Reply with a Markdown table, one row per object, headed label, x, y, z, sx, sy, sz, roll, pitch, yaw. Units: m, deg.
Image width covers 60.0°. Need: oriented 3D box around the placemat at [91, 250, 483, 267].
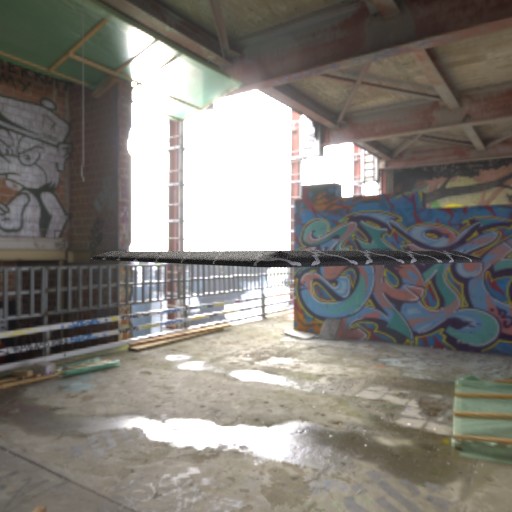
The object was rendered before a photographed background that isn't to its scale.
| label | x | y | z | sx | sy | sz | roll | pitch | yaw |
| --- | --- | --- | --- | --- | --- | --- | --- | --- | --- |
| placemat | 0.000 | 0.000 | 0.967 | 0.508 | 0.021 | 0.762 | 0 | 1 | -36 |
